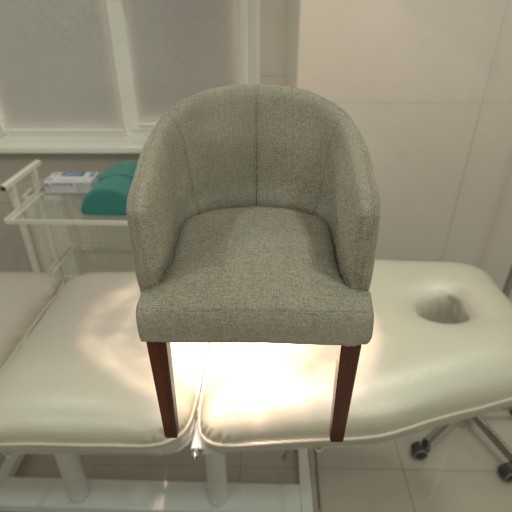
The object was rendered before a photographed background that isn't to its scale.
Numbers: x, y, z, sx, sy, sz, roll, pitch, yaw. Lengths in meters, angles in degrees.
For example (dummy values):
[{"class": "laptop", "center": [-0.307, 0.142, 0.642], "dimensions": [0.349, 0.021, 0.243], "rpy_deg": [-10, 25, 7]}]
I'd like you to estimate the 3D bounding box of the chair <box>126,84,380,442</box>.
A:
[{"class": "chair", "center": [0.000, 0.000, 1.248], "dimensions": [0.583, 0.811, 0.655], "rpy_deg": [1, 31, 1]}]
